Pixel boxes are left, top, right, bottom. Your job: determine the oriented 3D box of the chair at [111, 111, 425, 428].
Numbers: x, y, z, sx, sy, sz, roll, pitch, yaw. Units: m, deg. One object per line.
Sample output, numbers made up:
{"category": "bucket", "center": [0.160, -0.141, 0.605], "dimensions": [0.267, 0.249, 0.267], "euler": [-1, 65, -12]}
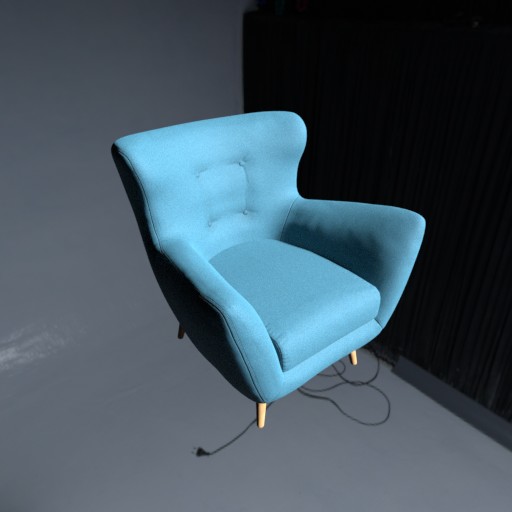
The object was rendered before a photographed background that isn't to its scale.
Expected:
{"category": "chair", "center": [0.000, 0.000, 1.685], "dimensions": [0.890, 0.889, 0.889], "euler": [-22, 37, -32]}
